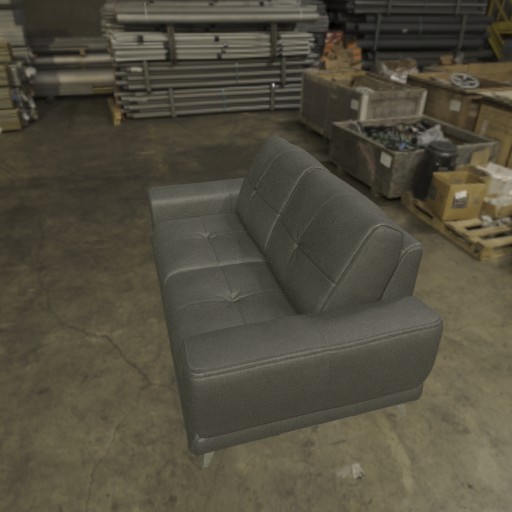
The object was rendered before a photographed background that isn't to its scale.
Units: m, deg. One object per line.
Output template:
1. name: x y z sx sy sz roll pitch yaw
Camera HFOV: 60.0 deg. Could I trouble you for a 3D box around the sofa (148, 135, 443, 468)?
1. sofa: 0.000 0.000 2.338 1.018 0.907 1.806 -8 31 -14
